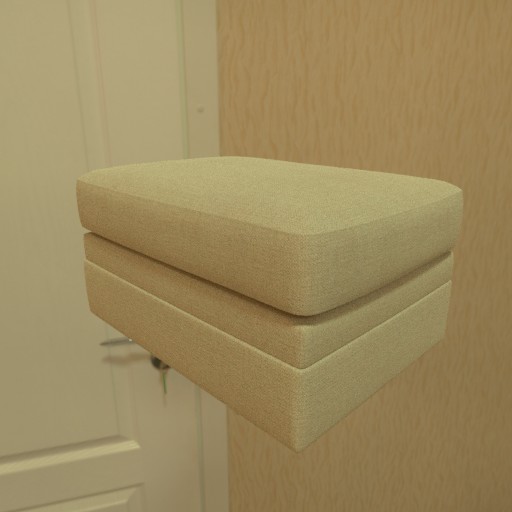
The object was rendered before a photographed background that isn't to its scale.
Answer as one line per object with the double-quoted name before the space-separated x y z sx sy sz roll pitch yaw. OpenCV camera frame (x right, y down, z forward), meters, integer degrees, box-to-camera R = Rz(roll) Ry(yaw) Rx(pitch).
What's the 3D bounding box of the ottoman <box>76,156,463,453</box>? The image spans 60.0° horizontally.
"ottoman" 0.000 0.000 1.219 0.637 0.478 0.885 -17 25 -42
